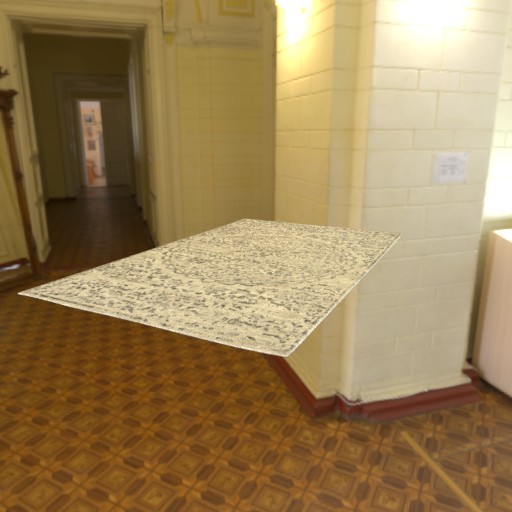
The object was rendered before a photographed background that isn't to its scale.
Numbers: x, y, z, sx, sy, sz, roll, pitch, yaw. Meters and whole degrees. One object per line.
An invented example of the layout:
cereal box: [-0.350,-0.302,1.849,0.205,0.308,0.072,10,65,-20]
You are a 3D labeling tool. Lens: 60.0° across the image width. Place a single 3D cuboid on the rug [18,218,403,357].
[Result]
rug: [0.000,0.000,3.016,1.527,0.021,2.447,8,17,26]
